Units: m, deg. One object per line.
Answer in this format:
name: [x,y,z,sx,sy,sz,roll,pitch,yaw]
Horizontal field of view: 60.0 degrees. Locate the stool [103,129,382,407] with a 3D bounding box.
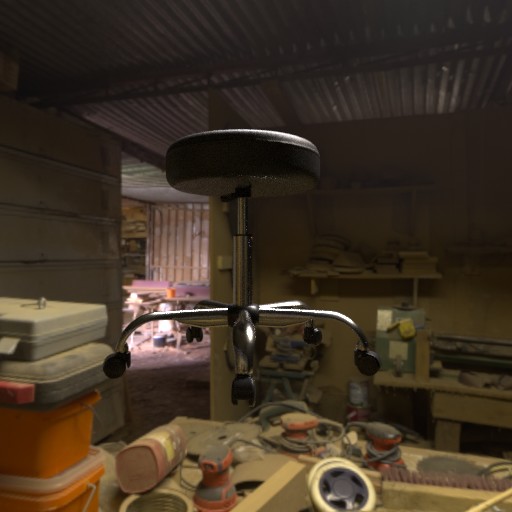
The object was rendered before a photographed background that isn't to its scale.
stool: [0.000,0.000,1.170,0.638,0.576,0.673,0,0,19]
